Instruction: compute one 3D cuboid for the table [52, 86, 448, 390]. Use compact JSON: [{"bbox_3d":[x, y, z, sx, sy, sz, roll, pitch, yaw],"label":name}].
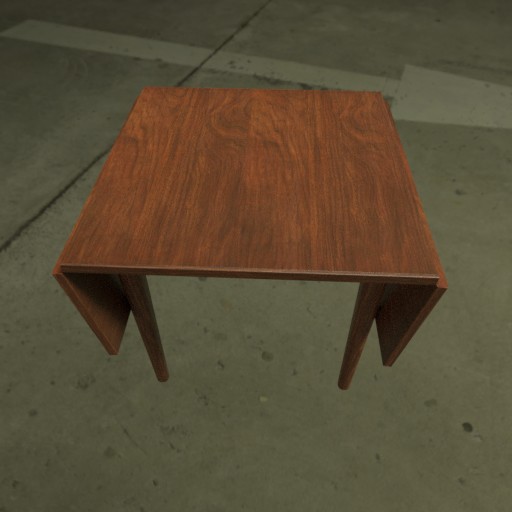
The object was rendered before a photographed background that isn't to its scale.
[{"bbox_3d":[0.000,0.000,1.468,0.843,0.763,0.812,2,46,2],"label":"table"}]
